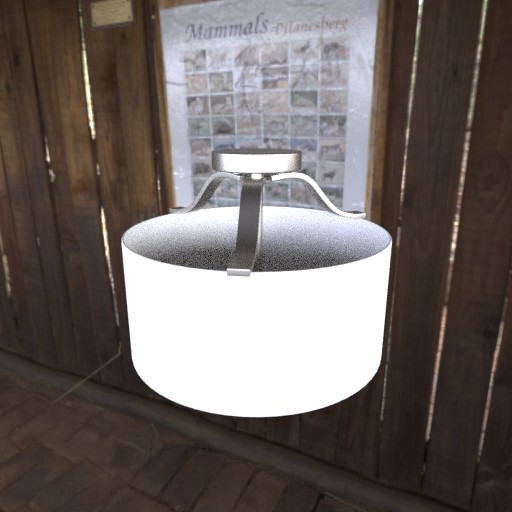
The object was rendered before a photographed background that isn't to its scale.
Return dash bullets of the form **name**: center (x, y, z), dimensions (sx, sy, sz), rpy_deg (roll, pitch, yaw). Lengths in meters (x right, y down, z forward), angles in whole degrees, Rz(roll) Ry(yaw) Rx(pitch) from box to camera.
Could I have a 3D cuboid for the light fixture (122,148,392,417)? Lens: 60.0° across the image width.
- **light fixture**: center (0.000, 0.000, 0.657), dimensions (0.395, 0.304, 0.395), rpy_deg (0, 17, 0)
